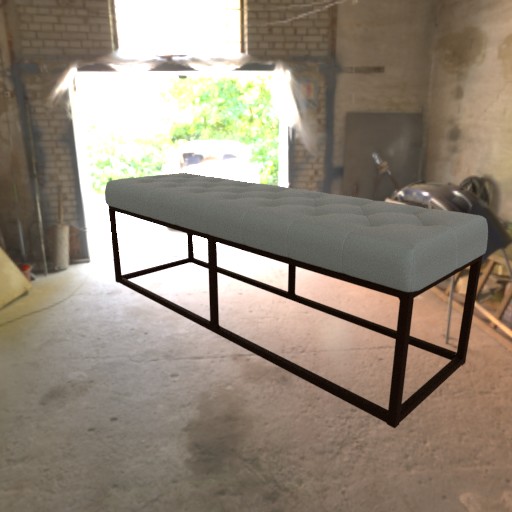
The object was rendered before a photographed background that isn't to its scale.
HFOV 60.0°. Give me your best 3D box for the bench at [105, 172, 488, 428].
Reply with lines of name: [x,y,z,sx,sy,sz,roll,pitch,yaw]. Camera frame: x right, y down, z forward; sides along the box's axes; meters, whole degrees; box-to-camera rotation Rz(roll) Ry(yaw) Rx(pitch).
bench: [0.000,0.000,1.696,0.479,0.488,1.488,-16,24,-42]
